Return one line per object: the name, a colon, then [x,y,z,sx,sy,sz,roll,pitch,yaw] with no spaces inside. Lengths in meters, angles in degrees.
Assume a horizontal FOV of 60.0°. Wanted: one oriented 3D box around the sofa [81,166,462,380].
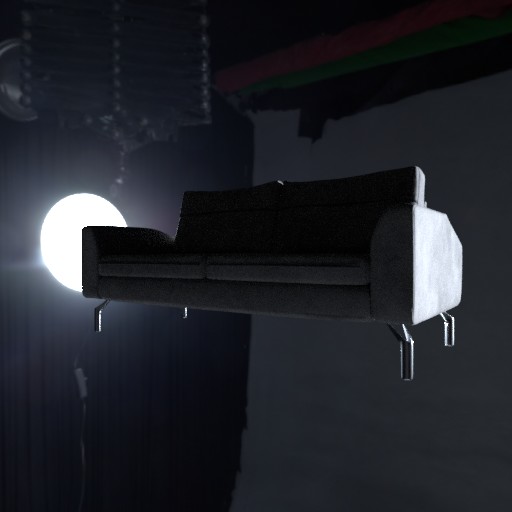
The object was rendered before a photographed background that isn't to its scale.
sofa: [0.000,0.000,2.302,1.837,0.859,0.849,0,0,35]
